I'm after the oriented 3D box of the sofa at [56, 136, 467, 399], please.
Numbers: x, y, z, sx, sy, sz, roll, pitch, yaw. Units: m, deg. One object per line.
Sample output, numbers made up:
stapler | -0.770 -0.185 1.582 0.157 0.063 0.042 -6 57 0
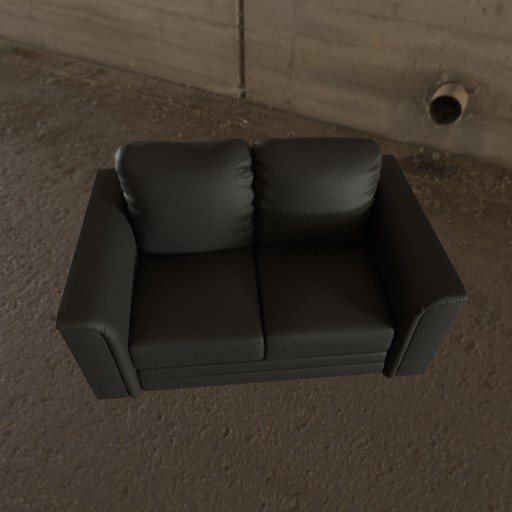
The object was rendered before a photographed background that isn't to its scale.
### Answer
sofa | 0.000 0.000 1.908 1.386 0.845 0.887 -4 46 -3
